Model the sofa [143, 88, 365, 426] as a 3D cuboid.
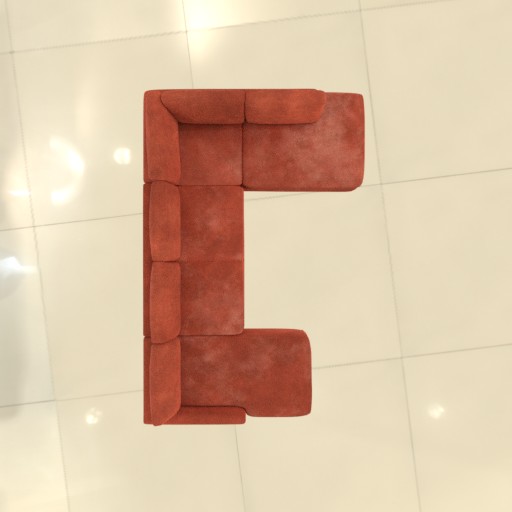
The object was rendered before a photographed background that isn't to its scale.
[{"bbox_3d":[0.000,0.000,4.047,1.981,0.858,2.971,0,90,0],"label":"sofa"}]
